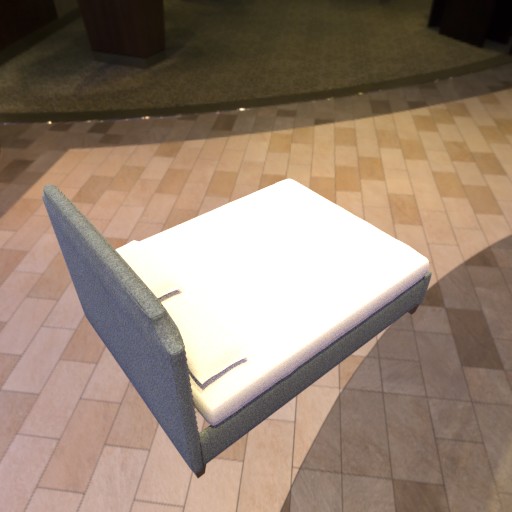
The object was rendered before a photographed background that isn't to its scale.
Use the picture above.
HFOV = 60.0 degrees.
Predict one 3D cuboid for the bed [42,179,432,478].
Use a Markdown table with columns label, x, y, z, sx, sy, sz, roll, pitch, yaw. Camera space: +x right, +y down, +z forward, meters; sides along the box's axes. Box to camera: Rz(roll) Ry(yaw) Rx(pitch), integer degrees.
| label | x | y | z | sx | sy | sz | roll | pitch | yaw |
| --- | --- | --- | --- | --- | --- | --- | --- | --- | --- |
| bed | 0.000 | 0.000 | 3.380 | 2.372 | 1.443 | 1.712 | -27 | 47 | -29 |
